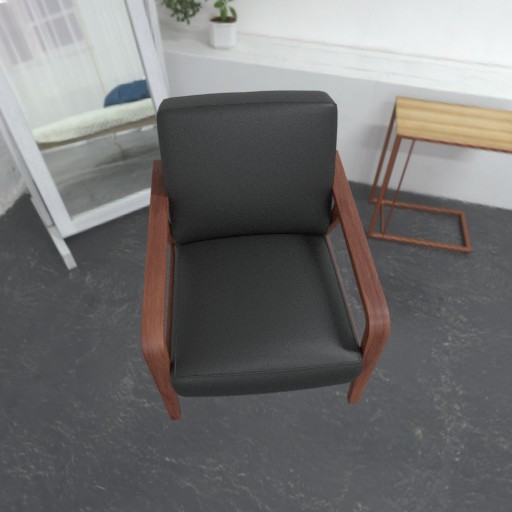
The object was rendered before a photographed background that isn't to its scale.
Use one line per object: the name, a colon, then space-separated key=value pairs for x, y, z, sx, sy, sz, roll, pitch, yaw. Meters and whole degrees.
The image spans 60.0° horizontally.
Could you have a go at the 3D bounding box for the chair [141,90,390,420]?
chair: x=0.000 y=0.000 z=1.571 sx=0.719 sy=0.861 sz=0.889 roll=-4 pitch=48 yaw=-4
